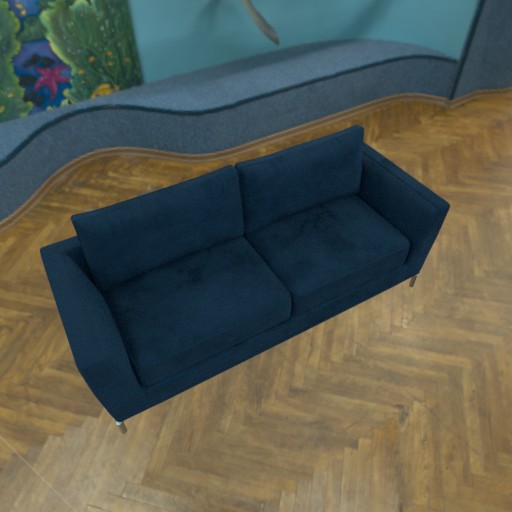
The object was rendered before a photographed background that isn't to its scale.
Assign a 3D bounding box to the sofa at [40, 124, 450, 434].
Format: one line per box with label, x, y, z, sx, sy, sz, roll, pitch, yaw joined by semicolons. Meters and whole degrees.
sofa;0.000;0.000;2.676;2.212;0.998;0.853;-22;50;-20
